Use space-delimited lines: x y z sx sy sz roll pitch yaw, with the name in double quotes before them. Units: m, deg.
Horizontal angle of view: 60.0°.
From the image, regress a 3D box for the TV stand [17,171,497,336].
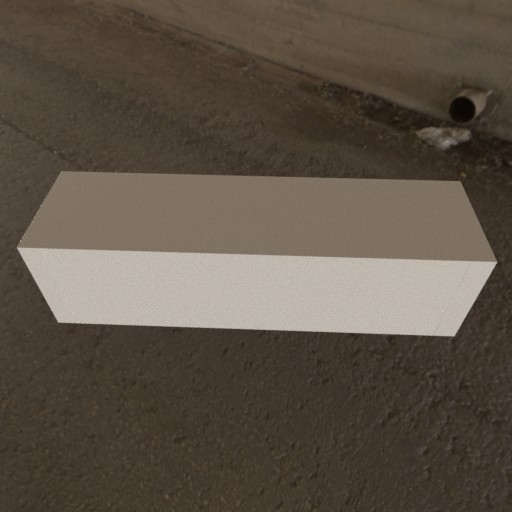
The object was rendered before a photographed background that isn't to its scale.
"TV stand" 0.000 0.000 1.683 1.500 0.440 0.410 2 46 2
